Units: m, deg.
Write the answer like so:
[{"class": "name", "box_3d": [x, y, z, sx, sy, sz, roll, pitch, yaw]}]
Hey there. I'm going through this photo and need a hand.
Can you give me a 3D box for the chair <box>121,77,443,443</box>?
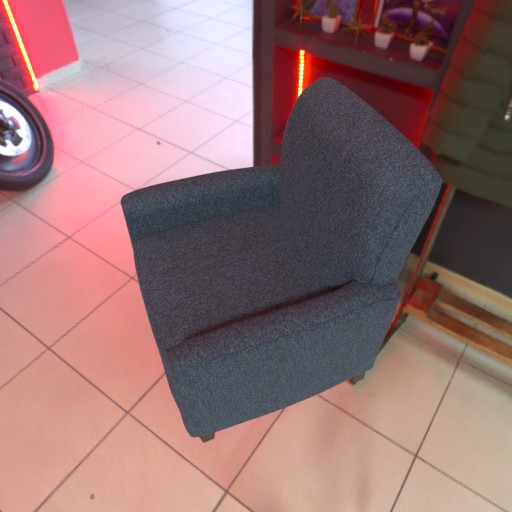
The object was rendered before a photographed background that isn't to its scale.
[{"class": "chair", "box_3d": [0.000, 0.000, 1.614, 0.850, 1.016, 0.839, -16, 49, -15]}]
